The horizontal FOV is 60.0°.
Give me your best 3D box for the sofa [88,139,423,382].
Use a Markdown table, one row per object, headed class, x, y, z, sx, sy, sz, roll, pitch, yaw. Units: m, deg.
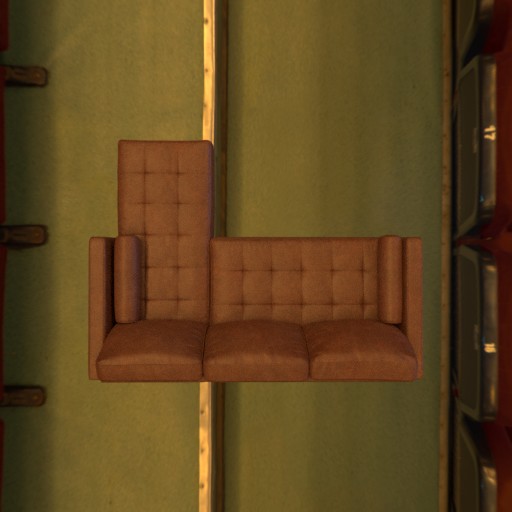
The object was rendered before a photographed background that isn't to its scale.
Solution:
| class | x | y | z | sx | sy | sz | roll | pitch | yaw |
| --- | --- | --- | --- | --- | --- | --- | --- | --- | --- |
| sofa | 0.000 | 0.000 | 3.026 | 2.185 | 0.841 | 1.613 | 0 | 89 | 0 |
